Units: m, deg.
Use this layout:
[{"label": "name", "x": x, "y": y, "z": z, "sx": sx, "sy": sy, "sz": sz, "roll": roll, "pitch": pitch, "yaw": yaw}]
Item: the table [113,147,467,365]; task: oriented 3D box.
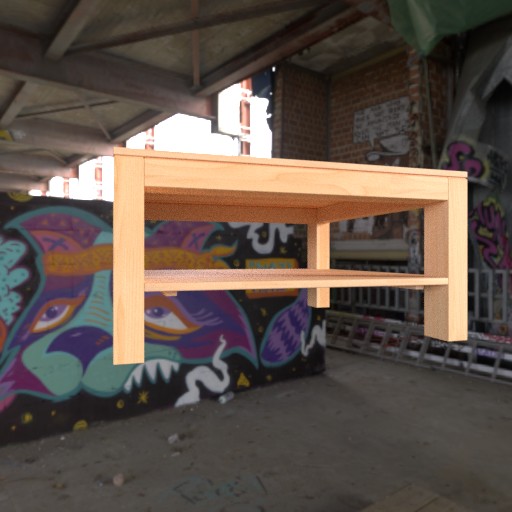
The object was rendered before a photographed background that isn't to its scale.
[{"label": "table", "x": 0.000, "y": 0.000, "z": 1.477, "sx": 0.900, "sy": 0.450, "sz": 0.900, "roll": 0, "pitch": 0, "yaw": -17}]
